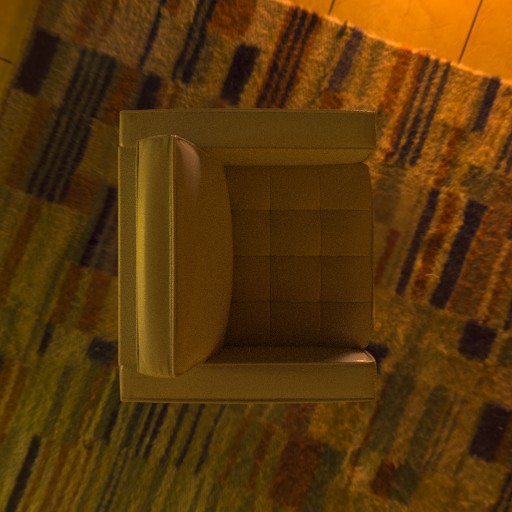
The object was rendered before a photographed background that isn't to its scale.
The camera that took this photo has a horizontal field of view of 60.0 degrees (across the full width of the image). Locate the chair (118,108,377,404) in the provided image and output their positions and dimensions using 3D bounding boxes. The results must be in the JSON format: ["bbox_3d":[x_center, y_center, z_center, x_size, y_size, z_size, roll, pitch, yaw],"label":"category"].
[{"bbox_3d":[0.000,0.000,1.529,0.843,0.773,0.928,0,90,-1],"label":"chair"}]
